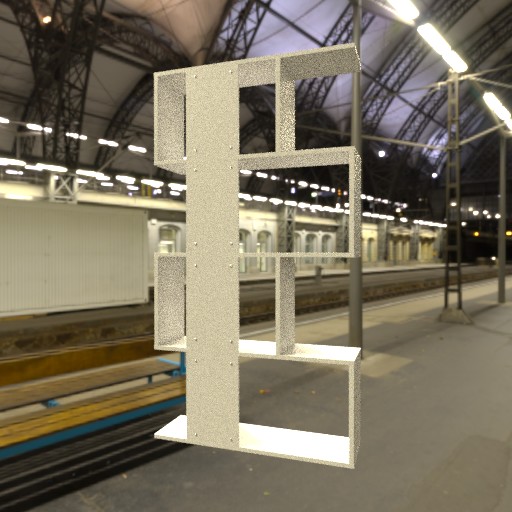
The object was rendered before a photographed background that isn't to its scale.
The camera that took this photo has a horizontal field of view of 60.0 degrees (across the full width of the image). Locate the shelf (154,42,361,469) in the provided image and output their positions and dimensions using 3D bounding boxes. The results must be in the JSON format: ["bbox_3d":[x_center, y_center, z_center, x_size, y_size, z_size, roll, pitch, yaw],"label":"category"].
[{"bbox_3d":[0.000,0.000,1.976,0.890,1.650,0.250,0,0,19],"label":"shelf"}]
